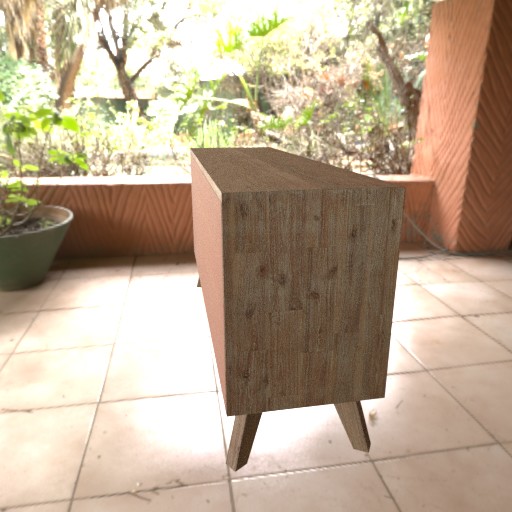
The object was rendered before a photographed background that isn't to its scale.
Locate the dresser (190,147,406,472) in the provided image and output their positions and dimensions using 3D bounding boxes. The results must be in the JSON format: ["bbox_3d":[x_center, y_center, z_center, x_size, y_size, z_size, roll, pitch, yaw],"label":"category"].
[{"bbox_3d":[0.000,0.000,1.892,0.455,0.805,1.554,-3,18,-10],"label":"dresser"}]
